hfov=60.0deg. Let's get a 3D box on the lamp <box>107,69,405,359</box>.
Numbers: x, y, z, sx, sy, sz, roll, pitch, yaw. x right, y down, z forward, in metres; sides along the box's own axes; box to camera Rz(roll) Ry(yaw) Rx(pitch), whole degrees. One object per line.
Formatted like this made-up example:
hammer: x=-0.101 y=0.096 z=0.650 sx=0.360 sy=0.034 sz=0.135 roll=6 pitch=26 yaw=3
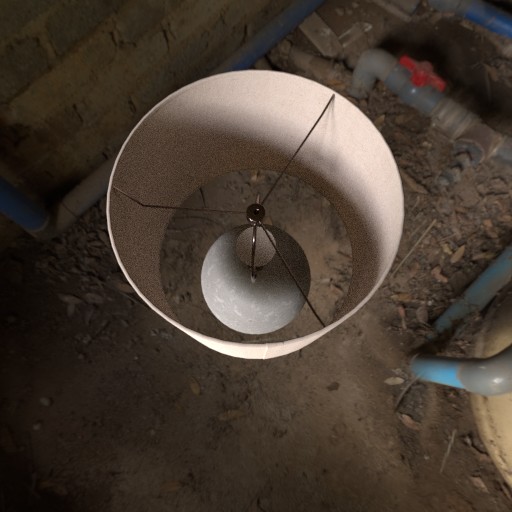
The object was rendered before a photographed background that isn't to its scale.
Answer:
lamp: x=0.000 y=0.000 z=0.596 sx=0.269 sy=0.409 sz=0.269 roll=4 pitch=75 yaw=1
